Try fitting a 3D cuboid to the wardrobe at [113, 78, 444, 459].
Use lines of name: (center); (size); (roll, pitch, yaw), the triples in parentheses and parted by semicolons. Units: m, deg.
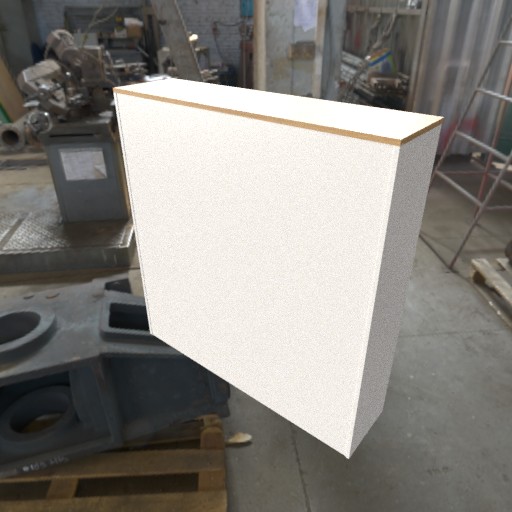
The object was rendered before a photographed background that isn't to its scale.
wardrobe: (0.000, 0.000, 3.349); (2.160, 2.260, 0.590); (22, 37, 33)
